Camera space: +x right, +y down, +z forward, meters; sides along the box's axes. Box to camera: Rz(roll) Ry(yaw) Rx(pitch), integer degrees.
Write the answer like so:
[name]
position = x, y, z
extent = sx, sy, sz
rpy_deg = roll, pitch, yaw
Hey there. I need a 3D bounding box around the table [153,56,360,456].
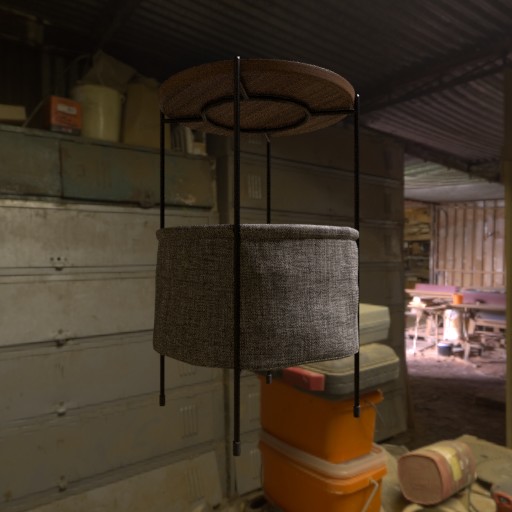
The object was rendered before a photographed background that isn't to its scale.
[table]
position = 0.000, 0.000, 0.890
extent = 0.400, 0.623, 0.400
rpy_deg = 0, 0, -36
